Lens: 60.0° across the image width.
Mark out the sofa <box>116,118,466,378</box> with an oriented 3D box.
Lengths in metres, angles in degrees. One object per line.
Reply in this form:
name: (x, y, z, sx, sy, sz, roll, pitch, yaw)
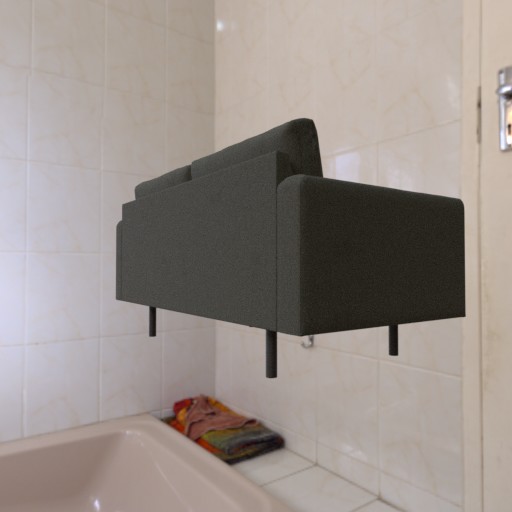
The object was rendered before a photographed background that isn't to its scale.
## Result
sofa: (0.000, 0.000, 2.246, 0.889, 0.897, 1.730, 1, -1, -35)
